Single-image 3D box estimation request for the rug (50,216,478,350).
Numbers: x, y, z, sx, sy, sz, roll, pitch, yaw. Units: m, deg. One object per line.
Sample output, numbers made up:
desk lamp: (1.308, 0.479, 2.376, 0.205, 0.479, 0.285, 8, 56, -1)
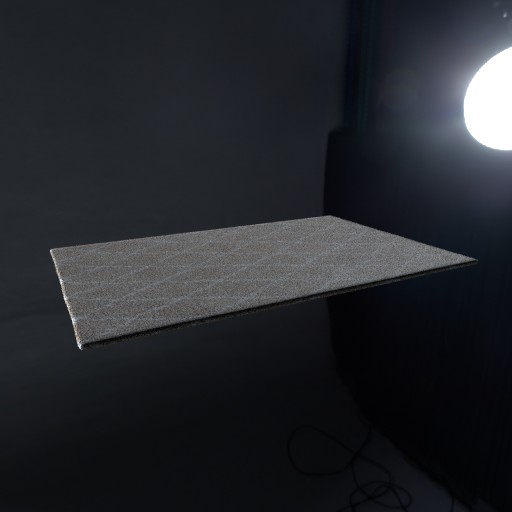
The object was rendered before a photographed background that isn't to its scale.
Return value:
rug: (0.000, 0.000, 3.365, 2.743, 0.030, 1.778, -9, 19, -27)
